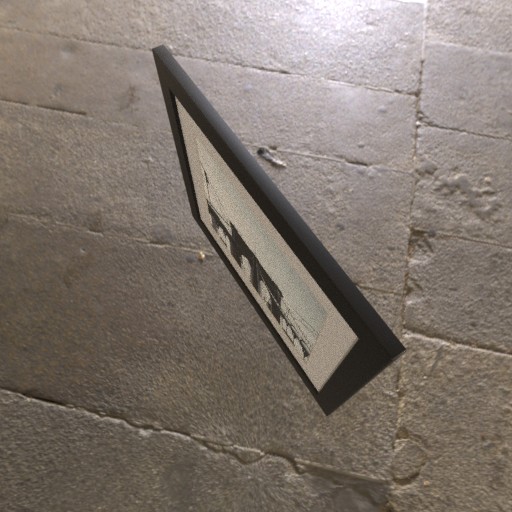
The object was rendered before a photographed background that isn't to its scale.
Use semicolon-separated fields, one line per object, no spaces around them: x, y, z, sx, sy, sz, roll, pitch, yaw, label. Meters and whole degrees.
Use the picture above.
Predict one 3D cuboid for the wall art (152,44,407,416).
0.000;0.000;0.730;0.018;0.450;0.521;-30;67;-14;wall art
